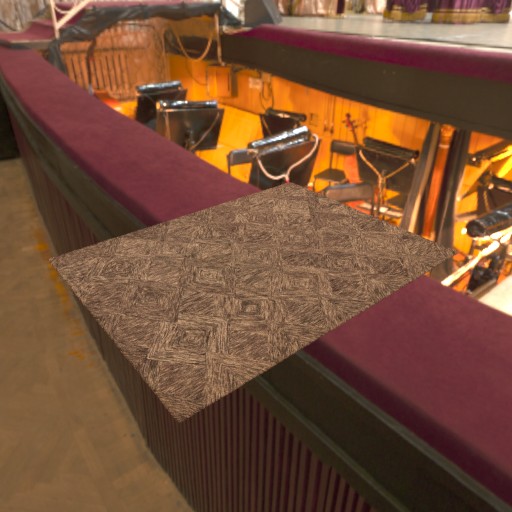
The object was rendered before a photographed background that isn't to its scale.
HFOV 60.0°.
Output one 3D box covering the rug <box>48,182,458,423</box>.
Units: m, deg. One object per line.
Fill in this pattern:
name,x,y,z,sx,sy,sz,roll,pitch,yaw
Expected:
rug,0.000,0.000,4.328,3.204,0.017,2.448,-23,38,-33
